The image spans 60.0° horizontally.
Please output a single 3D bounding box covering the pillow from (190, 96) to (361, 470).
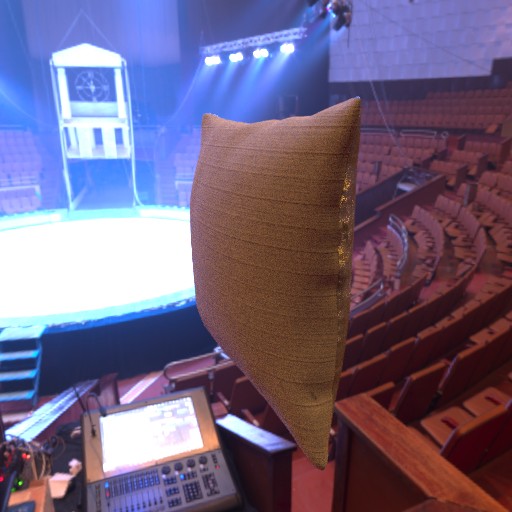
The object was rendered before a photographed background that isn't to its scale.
[{"bbox_3d":[0.000,0.000,0.723,0.175,0.464,0.470,-8,18,-24],"label":"pillow"}]
